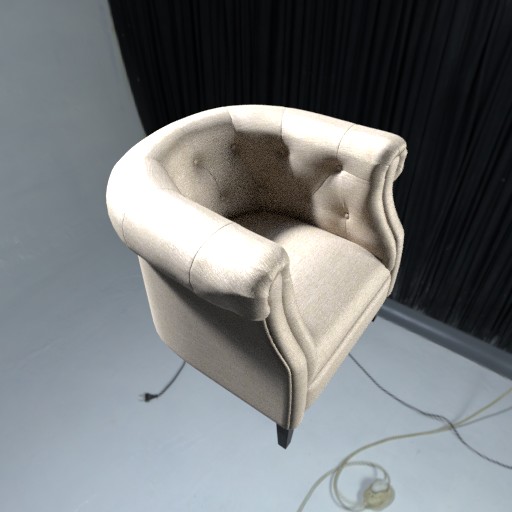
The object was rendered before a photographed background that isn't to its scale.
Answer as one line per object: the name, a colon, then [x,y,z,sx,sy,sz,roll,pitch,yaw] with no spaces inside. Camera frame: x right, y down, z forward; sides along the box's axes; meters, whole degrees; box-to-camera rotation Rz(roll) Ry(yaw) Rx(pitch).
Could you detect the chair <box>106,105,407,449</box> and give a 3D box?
chair: [0.000,0.000,1.613,0.852,0.827,0.905,26,48,26]
